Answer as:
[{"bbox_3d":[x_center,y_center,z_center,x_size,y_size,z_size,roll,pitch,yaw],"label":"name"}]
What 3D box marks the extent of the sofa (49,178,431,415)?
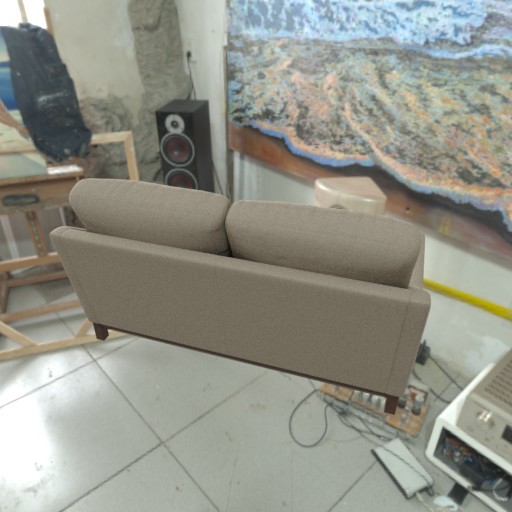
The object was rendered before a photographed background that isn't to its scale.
[{"bbox_3d":[0.000,0.000,2.250,1.619,0.910,1.004,10,33,16],"label":"sofa"}]
